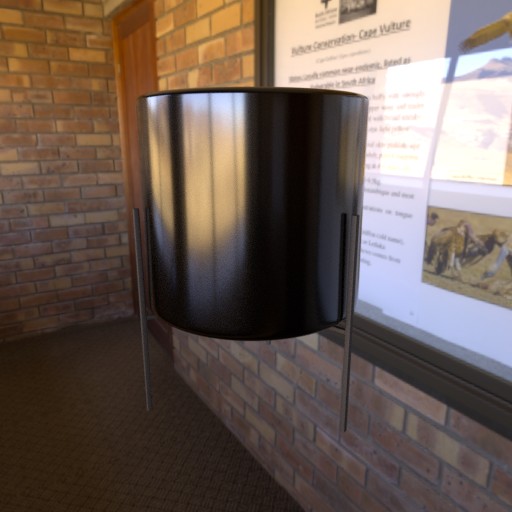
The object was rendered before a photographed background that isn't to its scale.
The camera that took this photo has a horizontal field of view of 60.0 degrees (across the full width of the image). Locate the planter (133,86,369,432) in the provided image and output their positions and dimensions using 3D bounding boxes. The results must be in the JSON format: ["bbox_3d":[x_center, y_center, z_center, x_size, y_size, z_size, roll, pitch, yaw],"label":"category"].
[{"bbox_3d":[0.000,0.000,0.643,0.310,0.432,0.310,7,16,24],"label":"planter"}]
